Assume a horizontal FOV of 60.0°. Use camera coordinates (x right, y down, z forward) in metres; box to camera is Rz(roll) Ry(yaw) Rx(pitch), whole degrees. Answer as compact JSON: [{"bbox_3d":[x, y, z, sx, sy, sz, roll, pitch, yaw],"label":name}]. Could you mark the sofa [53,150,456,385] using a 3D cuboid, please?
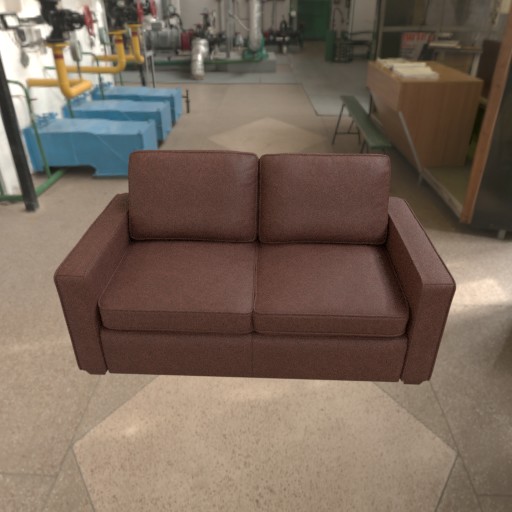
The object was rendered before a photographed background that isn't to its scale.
[{"bbox_3d":[0.000,0.000,2.302,1.709,0.918,0.947,1,31,2],"label":"sofa"}]
